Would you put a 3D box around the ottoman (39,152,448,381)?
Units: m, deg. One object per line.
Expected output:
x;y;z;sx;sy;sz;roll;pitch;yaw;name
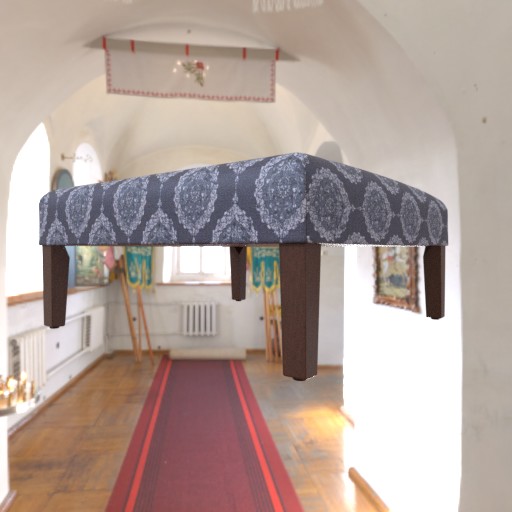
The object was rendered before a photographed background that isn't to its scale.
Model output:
0.000;0.000;1.342;0.889;0.409;0.890;1;1;37;ottoman
